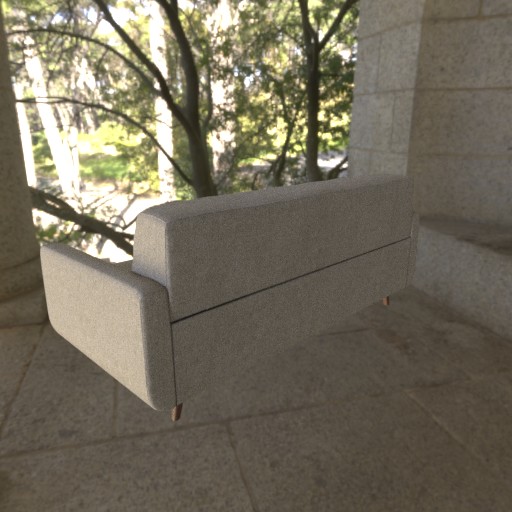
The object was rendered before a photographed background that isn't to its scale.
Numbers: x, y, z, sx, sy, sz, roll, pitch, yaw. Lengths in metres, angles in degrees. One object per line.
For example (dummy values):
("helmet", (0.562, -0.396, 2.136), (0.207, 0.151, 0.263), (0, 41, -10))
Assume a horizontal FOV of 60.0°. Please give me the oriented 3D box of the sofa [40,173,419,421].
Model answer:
("sofa", (0.000, 0.000, 2.539), (2.055, 0.873, 0.968), (-16, 23, -43))
